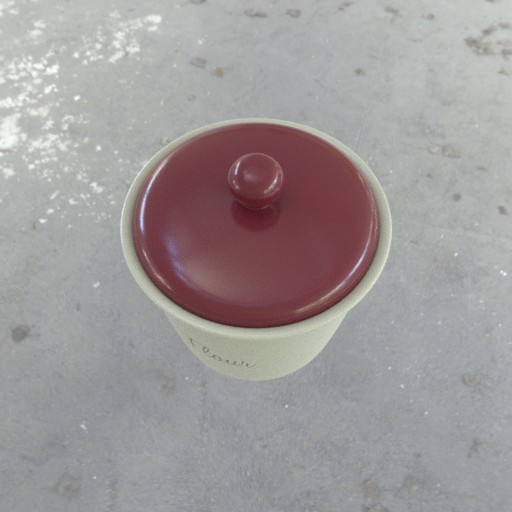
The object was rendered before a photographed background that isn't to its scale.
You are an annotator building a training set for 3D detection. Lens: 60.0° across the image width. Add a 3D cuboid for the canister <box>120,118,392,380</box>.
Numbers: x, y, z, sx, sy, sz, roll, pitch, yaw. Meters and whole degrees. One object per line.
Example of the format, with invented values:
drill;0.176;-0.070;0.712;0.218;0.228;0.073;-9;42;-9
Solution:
canister;0.000;0.000;0.349;0.182;0.208;0.182;0;59;0
